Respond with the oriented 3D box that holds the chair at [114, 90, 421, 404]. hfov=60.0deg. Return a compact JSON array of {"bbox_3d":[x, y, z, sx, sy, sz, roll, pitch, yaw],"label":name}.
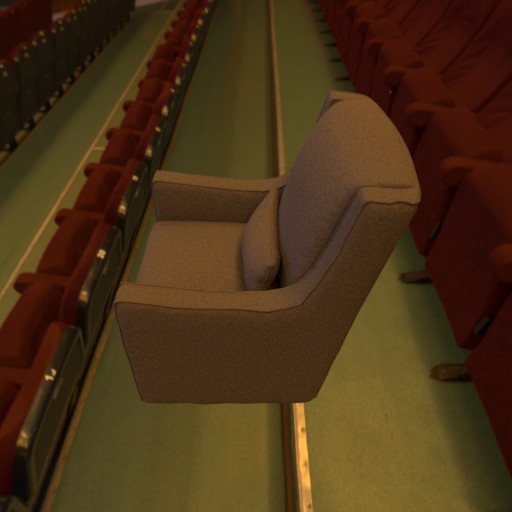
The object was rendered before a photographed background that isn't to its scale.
[{"bbox_3d":[0.000,0.000,1.619,0.879,0.993,0.732,0,42,0],"label":"chair"}]
